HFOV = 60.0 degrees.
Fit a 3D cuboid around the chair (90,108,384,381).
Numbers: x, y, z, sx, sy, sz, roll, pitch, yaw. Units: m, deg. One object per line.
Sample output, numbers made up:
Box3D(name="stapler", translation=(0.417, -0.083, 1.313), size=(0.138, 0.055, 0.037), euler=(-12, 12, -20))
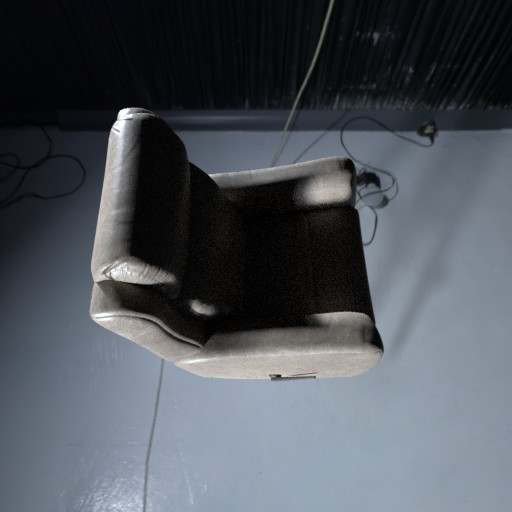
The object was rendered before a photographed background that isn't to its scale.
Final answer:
Box3D(name="chair", translation=(0.000, 0.000, 1.936), size=(1.068, 1.116, 0.967), euler=(-1, 64, -1))
